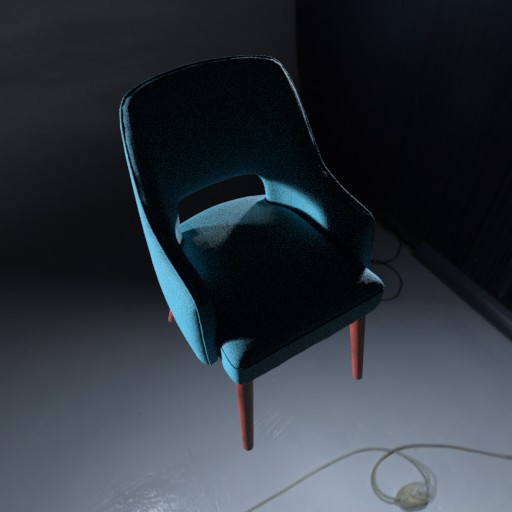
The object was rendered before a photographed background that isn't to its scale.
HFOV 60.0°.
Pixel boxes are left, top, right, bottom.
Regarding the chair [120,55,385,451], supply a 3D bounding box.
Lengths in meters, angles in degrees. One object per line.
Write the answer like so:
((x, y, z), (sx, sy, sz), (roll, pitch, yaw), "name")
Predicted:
((0.000, 0.000, 1.219), (0.548, 0.849, 0.605), (-25, 51, -22), "chair")
